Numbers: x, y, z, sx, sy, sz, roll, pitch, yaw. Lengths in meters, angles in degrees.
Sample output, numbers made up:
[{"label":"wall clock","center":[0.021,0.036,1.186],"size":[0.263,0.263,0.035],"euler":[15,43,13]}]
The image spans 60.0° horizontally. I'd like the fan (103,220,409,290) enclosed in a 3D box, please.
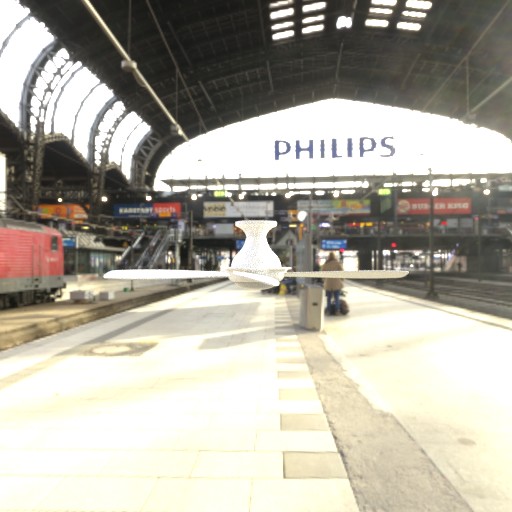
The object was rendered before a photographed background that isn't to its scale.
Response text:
[{"label":"fan","center":[0.000,0.000,2.500],"size":[1.693,0.382,1.694],"euler":[0,-1,0]}]
